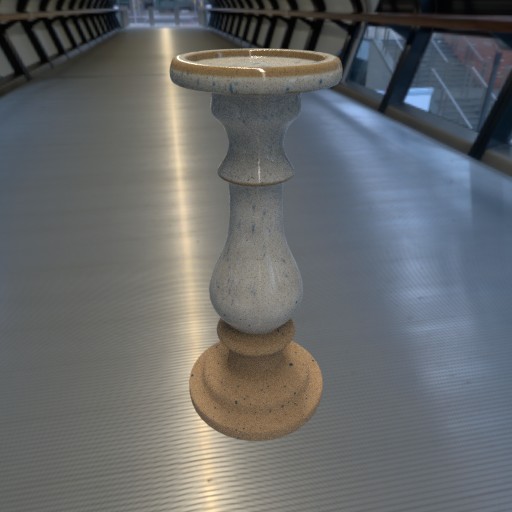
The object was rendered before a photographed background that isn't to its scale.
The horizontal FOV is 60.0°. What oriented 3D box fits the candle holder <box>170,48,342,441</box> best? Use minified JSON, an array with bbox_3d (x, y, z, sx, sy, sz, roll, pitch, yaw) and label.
[{"bbox_3d":[0.000,0.000,0.246,0.088,0.203,0.088,0,30,0],"label":"candle holder"}]
